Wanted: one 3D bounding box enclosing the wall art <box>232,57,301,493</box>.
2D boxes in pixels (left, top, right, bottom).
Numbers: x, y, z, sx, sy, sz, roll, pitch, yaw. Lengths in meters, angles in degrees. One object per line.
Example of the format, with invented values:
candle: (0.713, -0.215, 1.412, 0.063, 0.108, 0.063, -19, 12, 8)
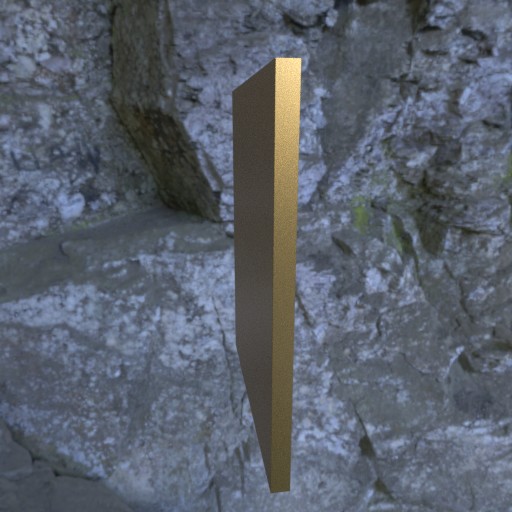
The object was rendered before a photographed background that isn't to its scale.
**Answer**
wall art: (0.000, 0.000, 1.027, 0.038, 0.762, 0.610, -2, 16, -8)
